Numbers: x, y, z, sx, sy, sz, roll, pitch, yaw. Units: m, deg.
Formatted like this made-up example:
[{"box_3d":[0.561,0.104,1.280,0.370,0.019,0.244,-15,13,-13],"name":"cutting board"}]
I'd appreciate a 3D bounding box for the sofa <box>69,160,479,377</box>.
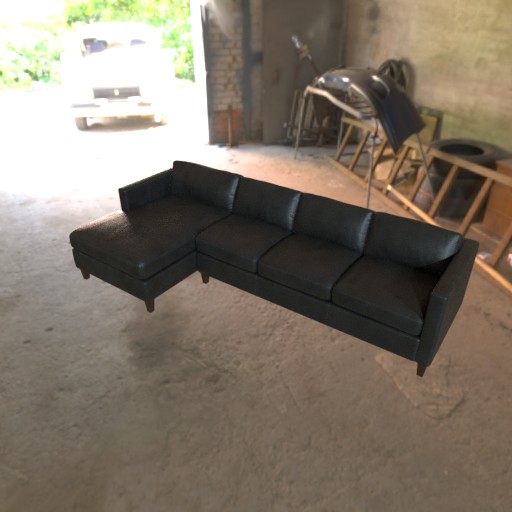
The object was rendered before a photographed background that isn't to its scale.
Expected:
[{"box_3d":[0.000,0.000,3.872,3.203,0.883,1.581,20,36,30],"name":"sofa"}]
